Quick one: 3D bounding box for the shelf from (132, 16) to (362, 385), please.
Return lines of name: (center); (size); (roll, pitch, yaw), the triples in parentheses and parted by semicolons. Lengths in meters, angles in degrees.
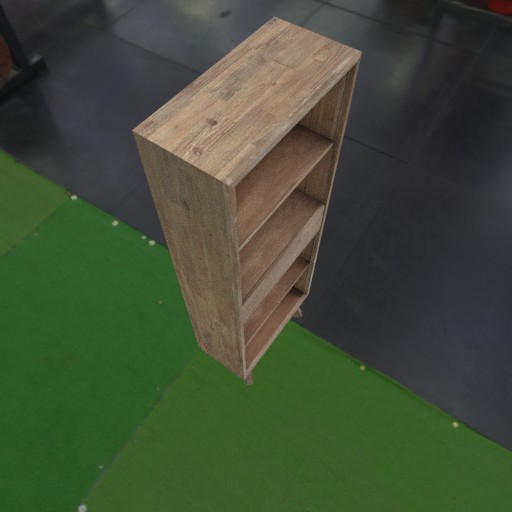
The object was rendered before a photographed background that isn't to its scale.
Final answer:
shelf: (0.000, 0.000, 1.507); (0.267, 1.342, 0.491); (32, 63, 18)
